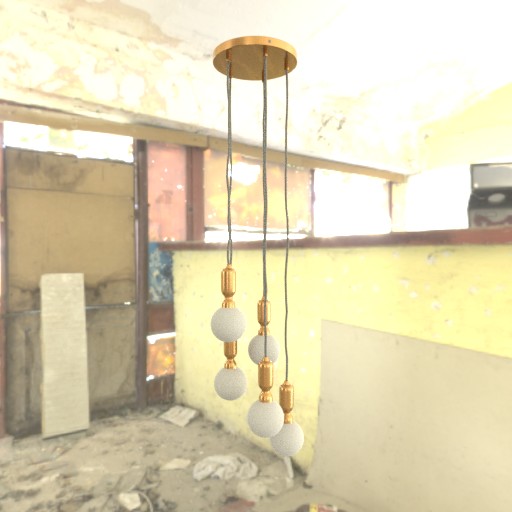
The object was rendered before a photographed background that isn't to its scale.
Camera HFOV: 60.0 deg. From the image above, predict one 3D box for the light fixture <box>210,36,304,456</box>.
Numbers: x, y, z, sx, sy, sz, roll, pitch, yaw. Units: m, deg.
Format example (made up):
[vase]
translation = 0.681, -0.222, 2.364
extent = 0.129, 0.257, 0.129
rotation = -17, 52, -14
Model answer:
[light fixture]
translation = 0.000, 0.000, 0.505
extent = 0.108, 0.457, 0.105
rotation = 0, 0, -18
